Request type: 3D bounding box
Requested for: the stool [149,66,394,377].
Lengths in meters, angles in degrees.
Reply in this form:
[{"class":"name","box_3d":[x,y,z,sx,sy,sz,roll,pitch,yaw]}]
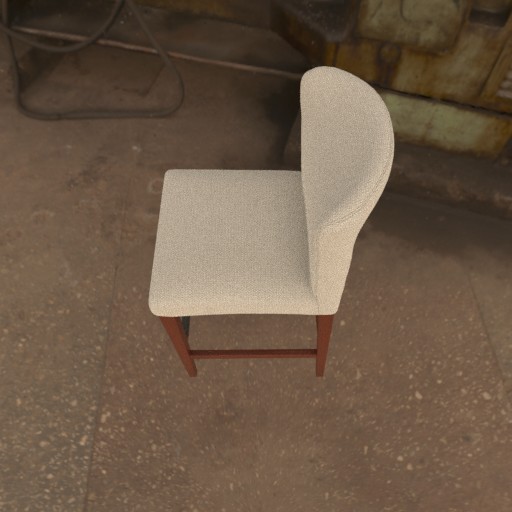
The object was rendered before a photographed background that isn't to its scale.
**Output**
[{"class":"stool","box_3d":[0.000,0.000,1.365,0.568,1.069,0.481,0,59,0]}]
